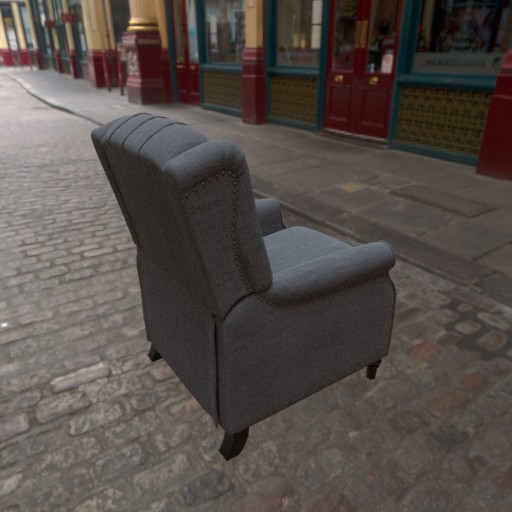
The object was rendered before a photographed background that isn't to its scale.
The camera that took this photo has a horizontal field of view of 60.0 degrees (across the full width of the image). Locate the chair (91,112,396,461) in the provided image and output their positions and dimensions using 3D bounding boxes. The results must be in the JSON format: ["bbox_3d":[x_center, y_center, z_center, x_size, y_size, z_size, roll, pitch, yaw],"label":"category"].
[{"bbox_3d":[0.000,0.000,1.631,0.898,1.035,0.742,-16,29,-31],"label":"chair"}]
